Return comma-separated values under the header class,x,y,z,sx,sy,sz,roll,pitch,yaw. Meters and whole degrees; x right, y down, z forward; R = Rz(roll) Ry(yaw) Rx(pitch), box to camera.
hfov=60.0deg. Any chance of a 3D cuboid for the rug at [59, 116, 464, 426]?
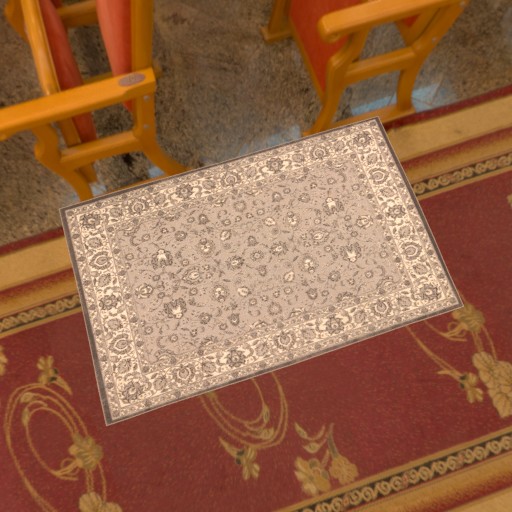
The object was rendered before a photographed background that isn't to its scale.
class,x,y,z,sx,sy,sz,roll,pitch,yaw
rug,0.000,0.000,3.043,2.438,0.011,1.524,-17,75,-5
